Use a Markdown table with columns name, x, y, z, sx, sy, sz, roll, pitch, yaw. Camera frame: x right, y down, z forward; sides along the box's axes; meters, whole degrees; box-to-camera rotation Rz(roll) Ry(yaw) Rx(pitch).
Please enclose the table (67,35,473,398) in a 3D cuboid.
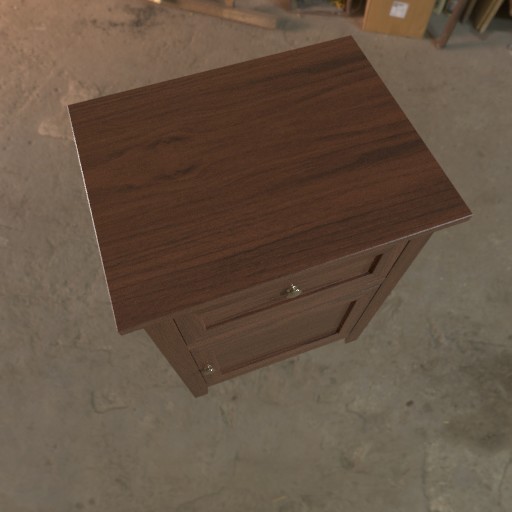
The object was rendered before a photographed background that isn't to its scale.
| name | x | y | z | sx | sy | sz | roll | pitch | yaw |
| --- | --- | --- | --- | --- | --- | --- | --- | --- | --- |
| table | 0.000 | 0.000 | 0.919 | 0.480 | 0.636 | 0.381 | -18 | 65 | -9 |
